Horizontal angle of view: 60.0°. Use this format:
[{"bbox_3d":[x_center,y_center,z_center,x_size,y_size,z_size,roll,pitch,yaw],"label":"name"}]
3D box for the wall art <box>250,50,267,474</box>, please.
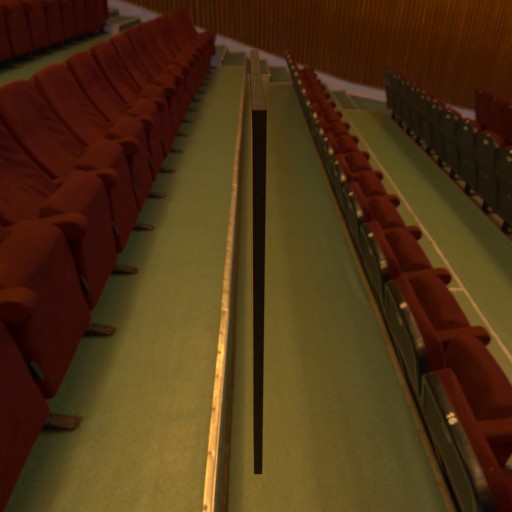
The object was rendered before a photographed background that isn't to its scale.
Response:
[{"bbox_3d":[0.000,0.000,0.684,0.013,0.534,0.381,0,32,-1],"label":"wall art"}]
